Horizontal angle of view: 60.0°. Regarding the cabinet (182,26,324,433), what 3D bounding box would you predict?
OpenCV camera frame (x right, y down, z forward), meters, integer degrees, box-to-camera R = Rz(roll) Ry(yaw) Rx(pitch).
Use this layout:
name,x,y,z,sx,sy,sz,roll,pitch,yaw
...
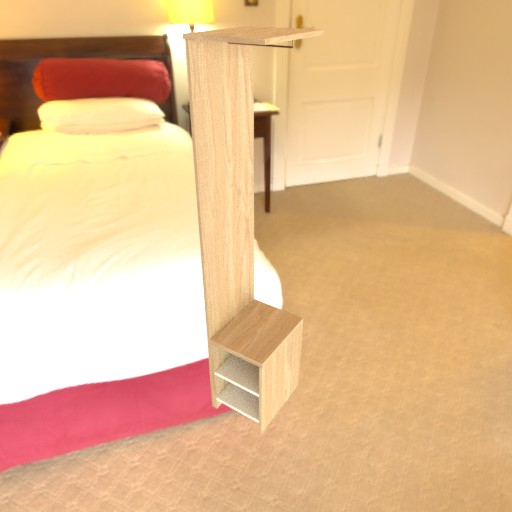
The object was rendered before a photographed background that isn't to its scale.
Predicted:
name,x,y,z,sx,sy,sz,roll,pitch,yaw
cabinet,0.000,0.000,2.073,0.338,1.879,0.411,19,36,28
